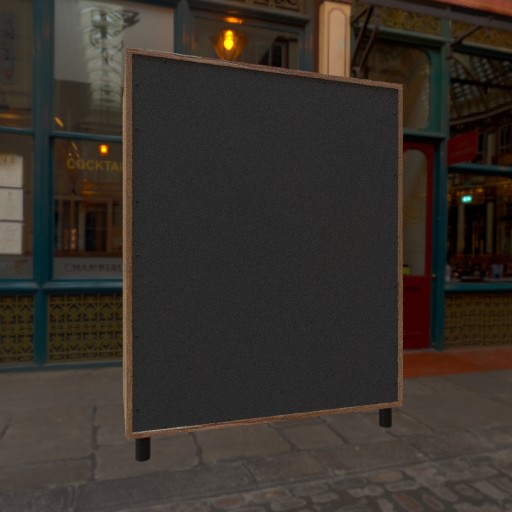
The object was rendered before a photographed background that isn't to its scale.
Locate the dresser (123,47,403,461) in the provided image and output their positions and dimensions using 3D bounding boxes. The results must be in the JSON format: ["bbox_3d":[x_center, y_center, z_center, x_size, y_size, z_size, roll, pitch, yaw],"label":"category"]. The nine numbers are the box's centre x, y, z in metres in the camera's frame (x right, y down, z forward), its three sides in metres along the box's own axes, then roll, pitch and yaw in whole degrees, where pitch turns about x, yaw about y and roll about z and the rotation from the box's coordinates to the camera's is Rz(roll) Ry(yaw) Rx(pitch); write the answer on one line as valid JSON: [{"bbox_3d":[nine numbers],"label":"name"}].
[{"bbox_3d":[0.000,0.000,1.691,0.966,1.243,0.480,0,0,-18],"label":"dresser"}]
